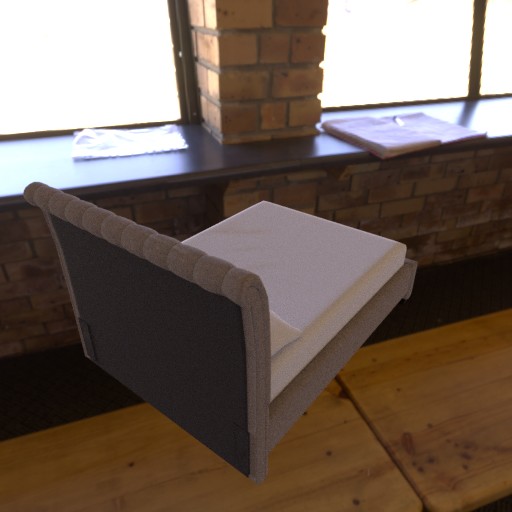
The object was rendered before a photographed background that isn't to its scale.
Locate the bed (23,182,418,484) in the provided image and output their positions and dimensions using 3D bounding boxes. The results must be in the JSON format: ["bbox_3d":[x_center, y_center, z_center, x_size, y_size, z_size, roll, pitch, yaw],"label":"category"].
[{"bbox_3d":[0.000,0.000,3.184,1.645,1.371,2.252,22,37,32],"label":"bed"}]
